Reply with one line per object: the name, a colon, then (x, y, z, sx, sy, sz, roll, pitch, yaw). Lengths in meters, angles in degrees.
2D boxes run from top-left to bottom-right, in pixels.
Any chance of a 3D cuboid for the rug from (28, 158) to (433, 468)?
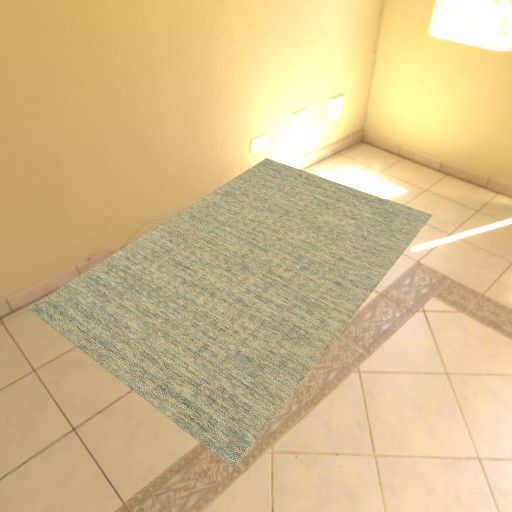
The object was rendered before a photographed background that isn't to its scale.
rug: (0.000, 0.000, 2.189, 1.142, 0.006, 1.752, 26, 46, 28)
